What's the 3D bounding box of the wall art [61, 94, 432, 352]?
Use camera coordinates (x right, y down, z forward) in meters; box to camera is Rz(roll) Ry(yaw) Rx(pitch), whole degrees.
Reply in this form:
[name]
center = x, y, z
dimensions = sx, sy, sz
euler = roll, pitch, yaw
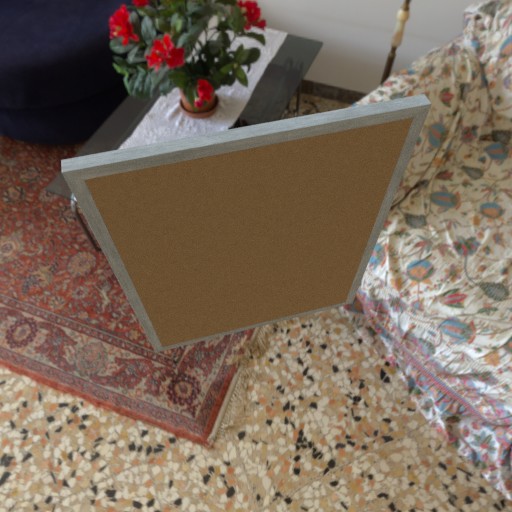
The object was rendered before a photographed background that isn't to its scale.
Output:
[wall art]
center = 0.000, 0.000, 0.805
dimensions = 0.479, 0.582, 0.022
euler = -13, 58, -8
